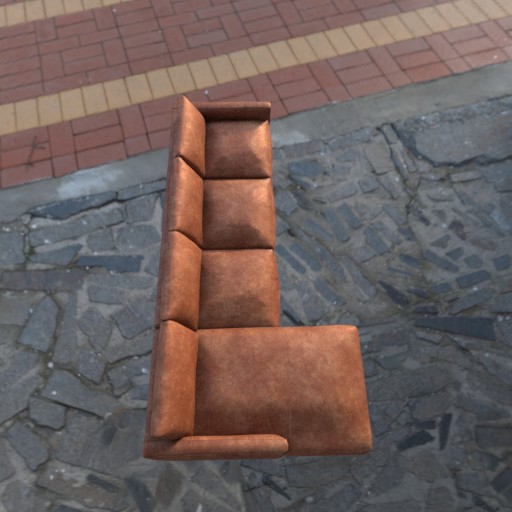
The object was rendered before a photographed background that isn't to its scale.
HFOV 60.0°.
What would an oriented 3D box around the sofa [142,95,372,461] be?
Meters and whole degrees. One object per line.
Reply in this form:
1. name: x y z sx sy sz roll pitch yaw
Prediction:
1. sofa: 0.000 0.000 3.593 1.471 0.859 2.993 -1 63 -1
